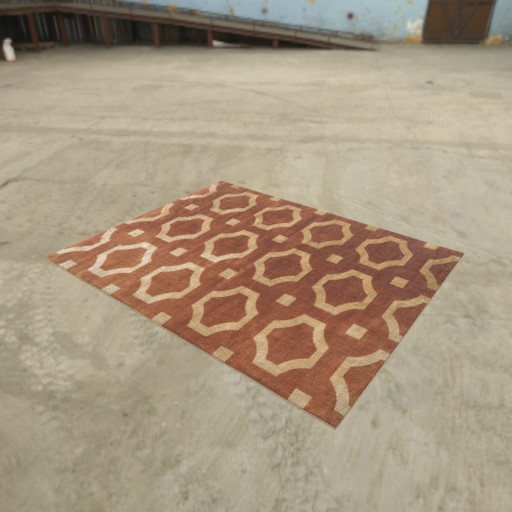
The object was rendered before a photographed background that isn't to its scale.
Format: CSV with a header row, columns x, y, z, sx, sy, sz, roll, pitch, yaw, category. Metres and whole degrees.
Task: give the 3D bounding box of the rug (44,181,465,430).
x,y,z,sx,sy,sz,roll,pitch,yaw,category
0.000,0.000,4.120,3.049,0.021,2.466,22,37,32,rug
